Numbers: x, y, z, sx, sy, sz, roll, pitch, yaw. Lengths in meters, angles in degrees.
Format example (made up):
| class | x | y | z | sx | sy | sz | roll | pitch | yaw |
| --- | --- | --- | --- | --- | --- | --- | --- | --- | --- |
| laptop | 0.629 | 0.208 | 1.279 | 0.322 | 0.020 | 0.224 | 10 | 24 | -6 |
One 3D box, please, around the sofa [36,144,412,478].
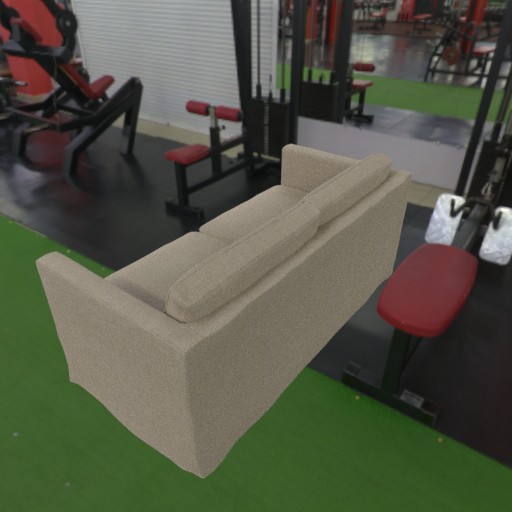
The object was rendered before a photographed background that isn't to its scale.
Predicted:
| class | x | y | z | sx | sy | sz | roll | pitch | yaw |
| --- | --- | --- | --- | --- | --- | --- | --- | --- | --- |
| sofa | 0.000 | 0.000 | 2.464 | 0.956 | 0.847 | 1.987 | 23 | 39 | 31 |
